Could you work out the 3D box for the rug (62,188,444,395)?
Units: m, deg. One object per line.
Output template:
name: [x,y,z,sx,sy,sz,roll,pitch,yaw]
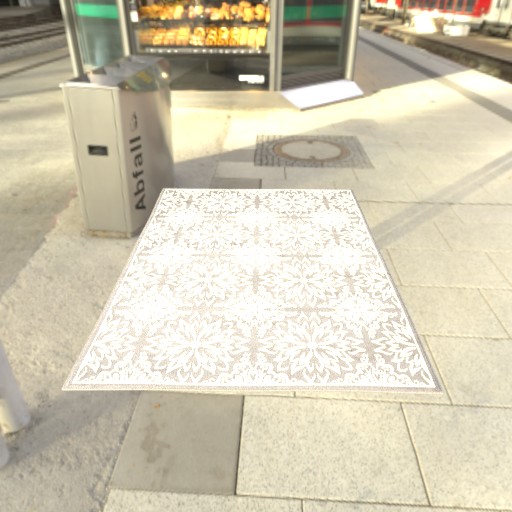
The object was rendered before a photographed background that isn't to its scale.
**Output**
rug: [0.000,0.000,2.806,1.608,0.014,2.213,0,31,1]
